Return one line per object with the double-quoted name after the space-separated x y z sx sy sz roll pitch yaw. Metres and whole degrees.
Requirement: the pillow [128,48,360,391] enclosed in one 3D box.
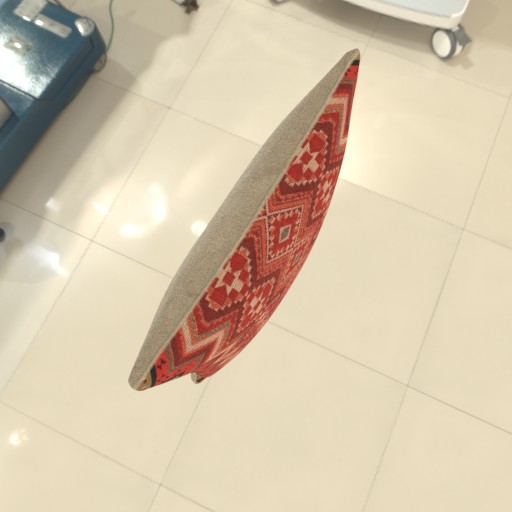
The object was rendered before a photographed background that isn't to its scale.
0.000 0.000 0.780 0.158 0.511 0.513 31 77 8 "pillow"
